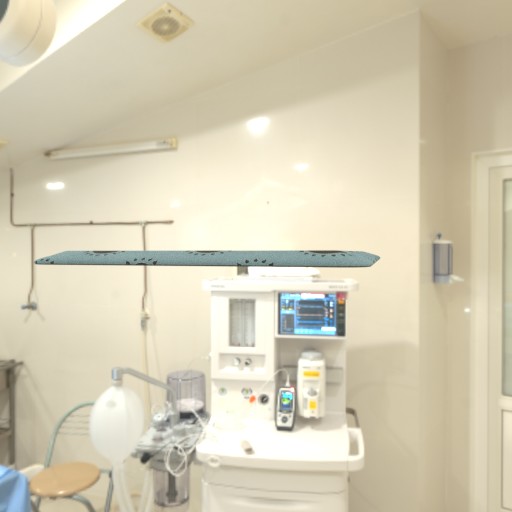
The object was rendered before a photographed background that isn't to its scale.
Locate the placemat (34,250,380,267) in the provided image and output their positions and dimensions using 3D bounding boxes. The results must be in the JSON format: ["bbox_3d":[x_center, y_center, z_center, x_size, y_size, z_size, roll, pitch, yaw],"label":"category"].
[{"bbox_3d":[0.000,0.000,0.959,0.508,0.021,0.762,0,0,17],"label":"placemat"}]
